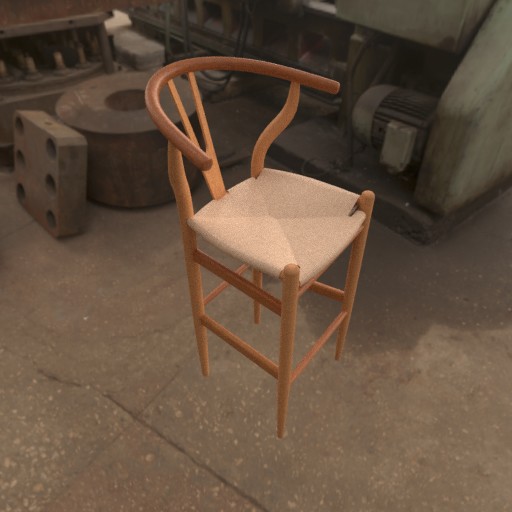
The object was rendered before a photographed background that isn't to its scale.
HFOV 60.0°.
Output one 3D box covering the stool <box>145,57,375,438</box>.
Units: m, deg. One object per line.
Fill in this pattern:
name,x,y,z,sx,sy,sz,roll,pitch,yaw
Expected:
stool,0.000,0.000,1.393,0.561,1.068,0.574,25,46,27
